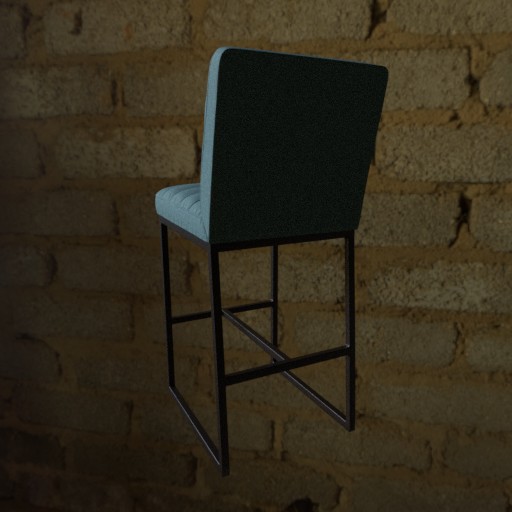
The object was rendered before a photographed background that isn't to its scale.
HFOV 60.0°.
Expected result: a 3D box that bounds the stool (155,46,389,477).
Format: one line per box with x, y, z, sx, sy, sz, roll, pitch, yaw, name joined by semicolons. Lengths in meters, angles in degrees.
0.000;0.000;1.333;0.460;1.040;0.560;-7;15;-27;stool
